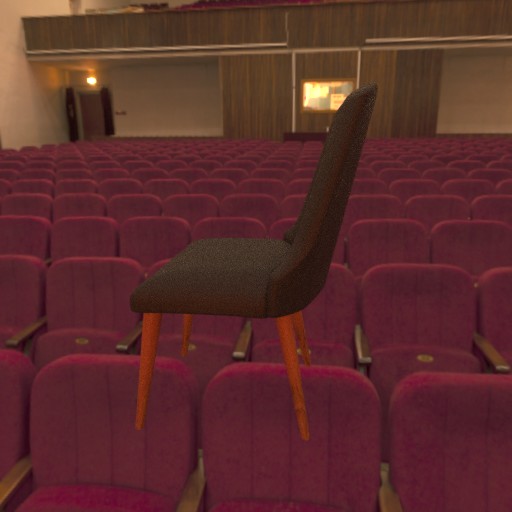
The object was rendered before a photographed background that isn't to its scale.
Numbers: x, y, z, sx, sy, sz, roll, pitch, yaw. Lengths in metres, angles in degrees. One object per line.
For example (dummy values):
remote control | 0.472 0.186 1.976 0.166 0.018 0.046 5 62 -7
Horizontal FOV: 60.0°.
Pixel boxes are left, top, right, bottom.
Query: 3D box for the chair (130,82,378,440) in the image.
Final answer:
chair | 0.000 0.000 1.164 0.567 0.820 0.504 2 15 7
